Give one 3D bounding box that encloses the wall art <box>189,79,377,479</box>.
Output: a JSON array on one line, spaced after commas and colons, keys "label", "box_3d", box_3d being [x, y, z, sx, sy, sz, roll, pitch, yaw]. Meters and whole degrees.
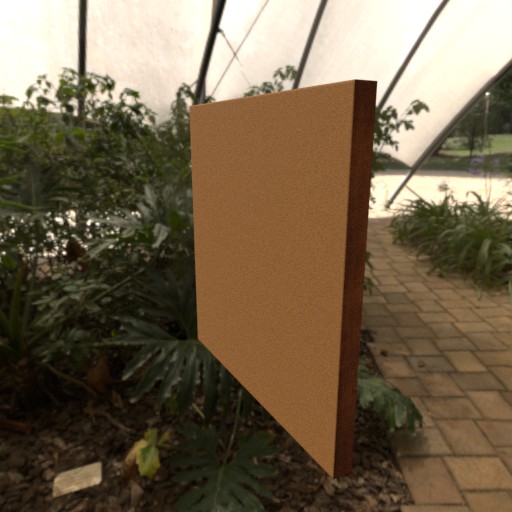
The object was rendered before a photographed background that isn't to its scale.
[{"label": "wall art", "box_3d": [0.000, 0.000, 0.845, 0.037, 0.572, 0.554, -8, 17, -28]}]
